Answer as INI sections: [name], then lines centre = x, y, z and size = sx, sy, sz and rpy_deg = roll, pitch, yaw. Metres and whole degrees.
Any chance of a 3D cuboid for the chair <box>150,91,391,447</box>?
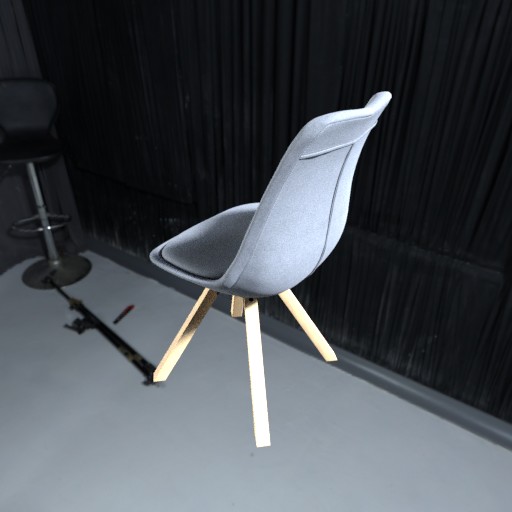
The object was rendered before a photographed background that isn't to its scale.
[chair]
centre = 0.000, 0.000, 1.190
size = 0.549, 0.863, 0.474
rpy_deg = 21, 37, 31
